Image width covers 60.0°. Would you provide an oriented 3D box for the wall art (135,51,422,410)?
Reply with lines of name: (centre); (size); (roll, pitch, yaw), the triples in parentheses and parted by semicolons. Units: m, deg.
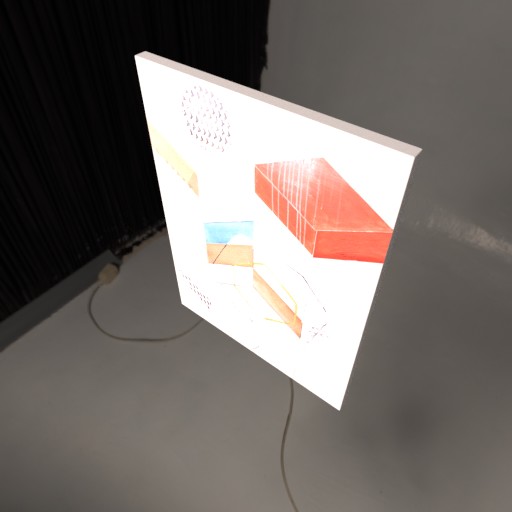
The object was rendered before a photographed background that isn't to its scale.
wall art: (0.000, 0.000, 1.611); (0.914, 1.221, 0.046); (29, 52, 26)
